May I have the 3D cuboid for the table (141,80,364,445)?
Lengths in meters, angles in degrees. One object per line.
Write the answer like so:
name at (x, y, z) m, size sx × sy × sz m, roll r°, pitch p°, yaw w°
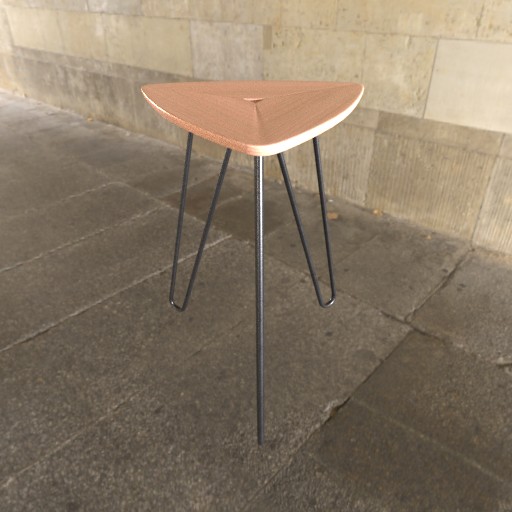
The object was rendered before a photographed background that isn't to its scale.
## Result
table at (0.000, 0.000, 0.861) m, size 0.442 × 0.564 × 0.455 m, roll -1°, pitch 32°, yaw -2°
